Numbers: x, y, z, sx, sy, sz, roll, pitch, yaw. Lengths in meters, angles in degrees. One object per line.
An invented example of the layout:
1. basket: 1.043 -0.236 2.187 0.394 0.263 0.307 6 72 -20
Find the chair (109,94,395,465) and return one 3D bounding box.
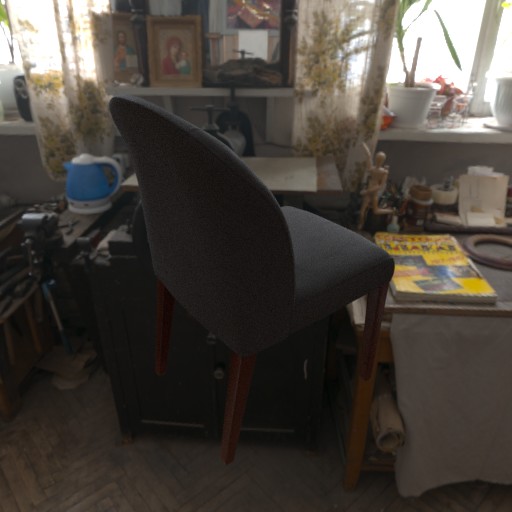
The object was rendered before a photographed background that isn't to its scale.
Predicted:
1. chair: 0.000 0.000 1.216 0.619 0.879 0.506 -18 33 -31
